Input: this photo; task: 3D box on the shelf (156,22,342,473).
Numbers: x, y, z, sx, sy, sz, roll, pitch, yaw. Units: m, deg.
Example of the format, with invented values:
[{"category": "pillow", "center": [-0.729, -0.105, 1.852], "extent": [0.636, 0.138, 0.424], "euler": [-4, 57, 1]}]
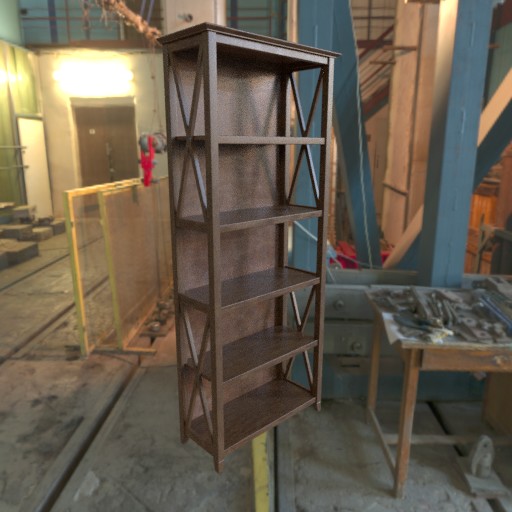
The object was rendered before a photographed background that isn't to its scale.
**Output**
[{"category": "shelf", "center": [0.000, 0.000, 2.183], "extent": [0.805, 1.905, 0.335], "euler": [-13, 19, -42]}]
